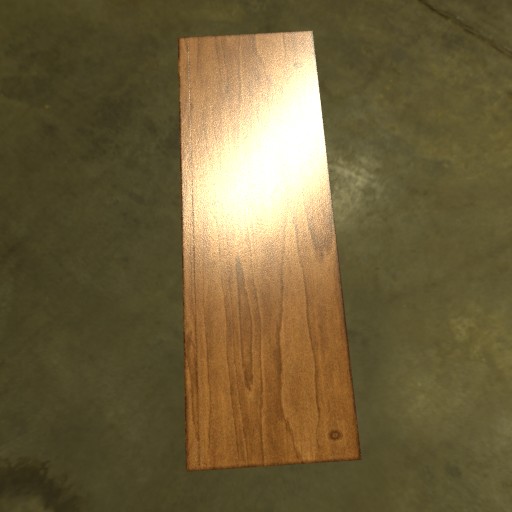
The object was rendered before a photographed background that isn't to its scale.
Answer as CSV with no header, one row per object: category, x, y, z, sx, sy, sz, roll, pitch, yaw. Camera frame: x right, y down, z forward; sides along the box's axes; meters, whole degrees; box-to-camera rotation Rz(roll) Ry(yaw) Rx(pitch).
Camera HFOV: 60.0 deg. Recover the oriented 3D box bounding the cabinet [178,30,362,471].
cabinet,0.000,0.000,1.731,0.477,0.802,1.363,-3,75,-1
